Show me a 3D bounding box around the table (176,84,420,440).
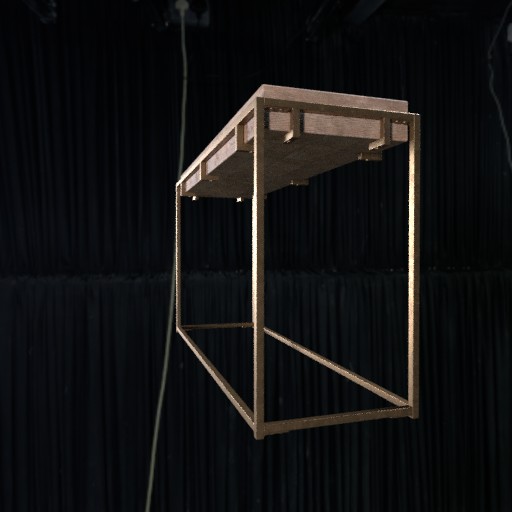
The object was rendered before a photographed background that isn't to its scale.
[{"bbox_3d":[0.000,0.000,1.741,0.440,0.820,1.400,0,1,-18],"label":"table"}]
